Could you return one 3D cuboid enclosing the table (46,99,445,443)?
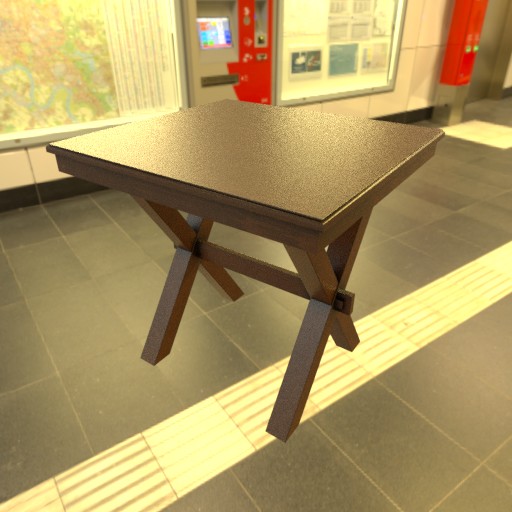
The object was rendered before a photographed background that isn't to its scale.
[{"bbox_3d":[0.000,0.000,1.043,0.602,0.562,0.560,19,35,30],"label":"table"}]
